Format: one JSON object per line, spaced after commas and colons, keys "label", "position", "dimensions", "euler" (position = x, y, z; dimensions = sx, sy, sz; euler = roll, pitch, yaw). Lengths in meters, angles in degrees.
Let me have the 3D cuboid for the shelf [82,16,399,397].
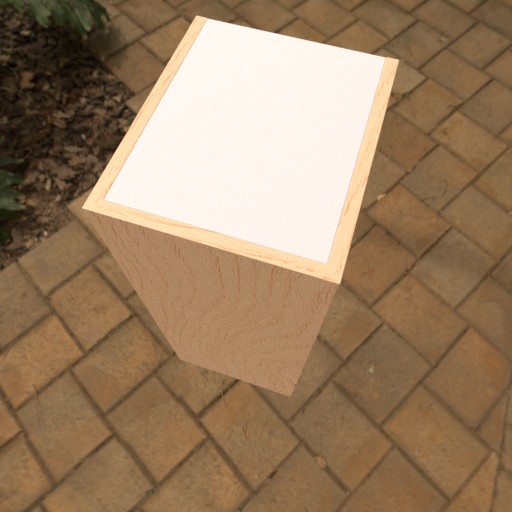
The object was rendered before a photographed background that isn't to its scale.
{"label": "shelf", "position": [0.000, 0.000, 0.727], "dimensions": [0.250, 0.600, 0.290], "euler": [16, 65, 8]}
